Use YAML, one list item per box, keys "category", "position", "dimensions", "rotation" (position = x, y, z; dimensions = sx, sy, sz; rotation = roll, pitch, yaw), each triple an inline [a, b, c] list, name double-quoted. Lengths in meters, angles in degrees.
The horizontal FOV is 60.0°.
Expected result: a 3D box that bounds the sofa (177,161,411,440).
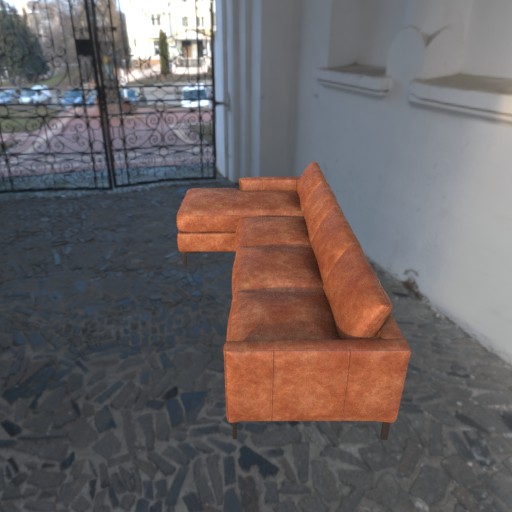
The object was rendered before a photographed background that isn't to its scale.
- category: "sofa"
  position: [0.000, 0.000, 3.529]
  dimensions: [1.471, 0.859, 2.993]
  rotation: [0, 26, 0]
